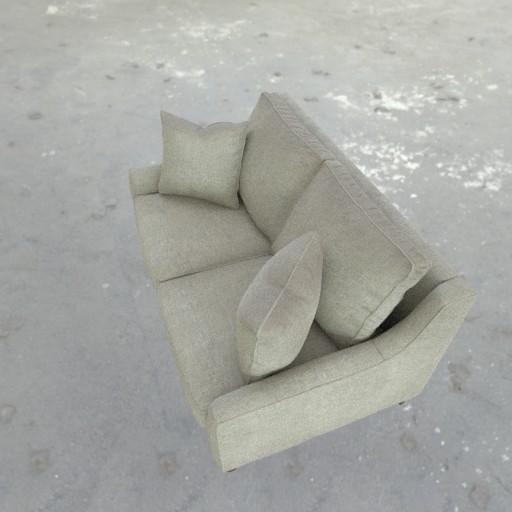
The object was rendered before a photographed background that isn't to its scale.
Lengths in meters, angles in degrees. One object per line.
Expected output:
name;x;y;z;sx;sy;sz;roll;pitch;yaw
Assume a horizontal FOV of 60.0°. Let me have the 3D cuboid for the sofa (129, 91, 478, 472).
sofa;0.000;0.000;1.926;0.915;0.863;1.422;-16;49;-15
